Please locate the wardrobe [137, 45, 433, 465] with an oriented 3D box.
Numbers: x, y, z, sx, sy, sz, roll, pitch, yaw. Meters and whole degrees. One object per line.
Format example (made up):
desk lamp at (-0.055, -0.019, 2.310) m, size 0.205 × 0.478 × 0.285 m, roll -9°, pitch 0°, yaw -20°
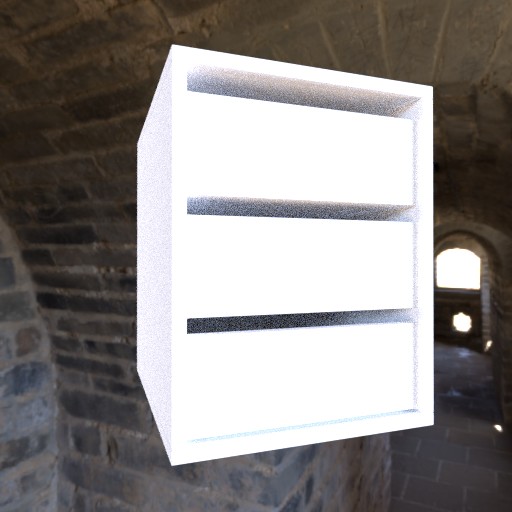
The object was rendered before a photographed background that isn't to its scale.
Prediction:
wardrobe at (0.000, 0.000, 0.849) m, size 0.400 × 0.520 × 0.500 m, roll 0°, pitch 0°, yaw -20°
